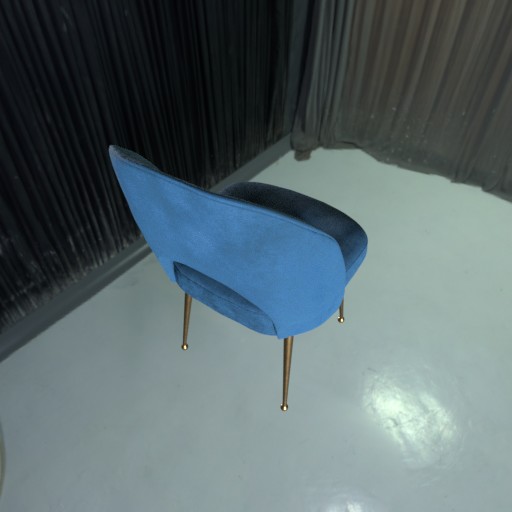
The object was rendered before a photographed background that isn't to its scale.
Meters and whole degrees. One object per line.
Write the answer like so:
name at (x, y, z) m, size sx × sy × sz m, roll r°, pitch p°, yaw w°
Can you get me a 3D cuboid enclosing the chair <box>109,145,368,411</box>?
chair at (0.000, 0.000, 1.206) m, size 0.527 × 0.860 × 0.577 m, roll 25°, pitch 50°, yaw 23°
